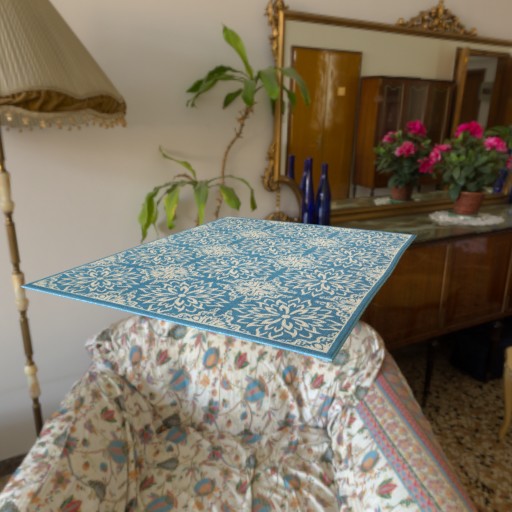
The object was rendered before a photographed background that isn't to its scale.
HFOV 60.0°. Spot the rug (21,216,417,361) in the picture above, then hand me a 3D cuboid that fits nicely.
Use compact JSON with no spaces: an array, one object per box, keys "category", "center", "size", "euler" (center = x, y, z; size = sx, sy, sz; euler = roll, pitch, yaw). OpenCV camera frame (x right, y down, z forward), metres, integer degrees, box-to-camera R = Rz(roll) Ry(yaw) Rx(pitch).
[{"category":"rug","center":[0.000,0.000,3.965],"size":[2.350,0.018,2.964],"euler":[8,18,26]}]
